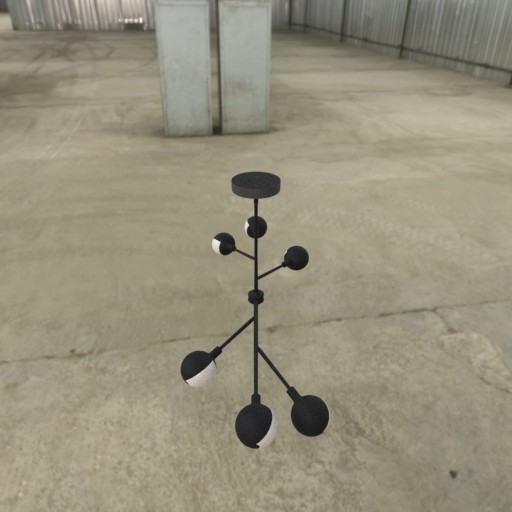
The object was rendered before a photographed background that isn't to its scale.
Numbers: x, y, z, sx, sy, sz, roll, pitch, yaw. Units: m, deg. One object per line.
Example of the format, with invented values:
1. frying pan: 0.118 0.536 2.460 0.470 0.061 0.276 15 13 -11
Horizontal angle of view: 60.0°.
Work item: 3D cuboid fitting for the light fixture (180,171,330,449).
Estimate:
1. light fixture: 0.000 0.000 1.000 0.434 0.362 0.778 8 31 14
